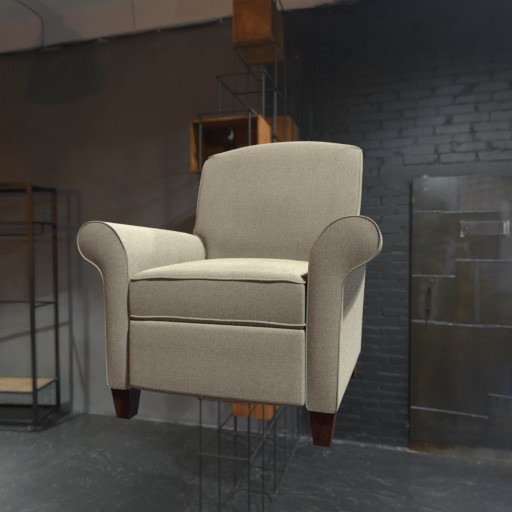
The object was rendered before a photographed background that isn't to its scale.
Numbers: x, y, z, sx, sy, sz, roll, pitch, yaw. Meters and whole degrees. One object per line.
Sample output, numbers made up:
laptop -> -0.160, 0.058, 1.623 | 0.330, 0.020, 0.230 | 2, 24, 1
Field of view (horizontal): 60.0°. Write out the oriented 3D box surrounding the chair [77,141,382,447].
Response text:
chair -> 0.000, 0.000, 1.738 | 0.978, 1.061, 0.905 | 0, 1, 18
